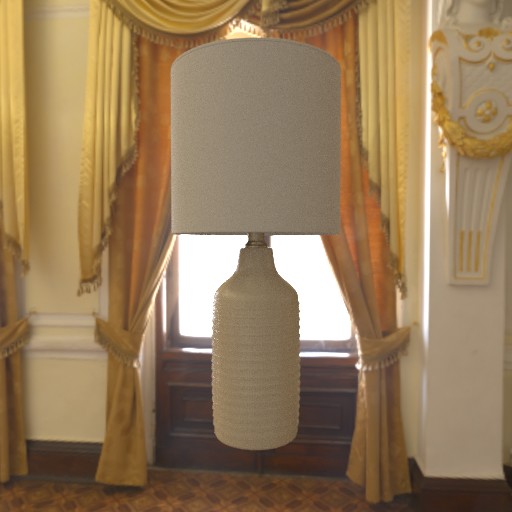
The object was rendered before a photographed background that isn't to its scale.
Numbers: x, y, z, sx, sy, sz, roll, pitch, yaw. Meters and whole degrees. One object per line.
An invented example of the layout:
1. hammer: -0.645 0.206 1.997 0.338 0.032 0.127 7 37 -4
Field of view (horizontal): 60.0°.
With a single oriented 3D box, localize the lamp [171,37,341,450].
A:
1. lamp: 0.000 0.000 0.591 0.220 0.475 0.220 1 2 18
